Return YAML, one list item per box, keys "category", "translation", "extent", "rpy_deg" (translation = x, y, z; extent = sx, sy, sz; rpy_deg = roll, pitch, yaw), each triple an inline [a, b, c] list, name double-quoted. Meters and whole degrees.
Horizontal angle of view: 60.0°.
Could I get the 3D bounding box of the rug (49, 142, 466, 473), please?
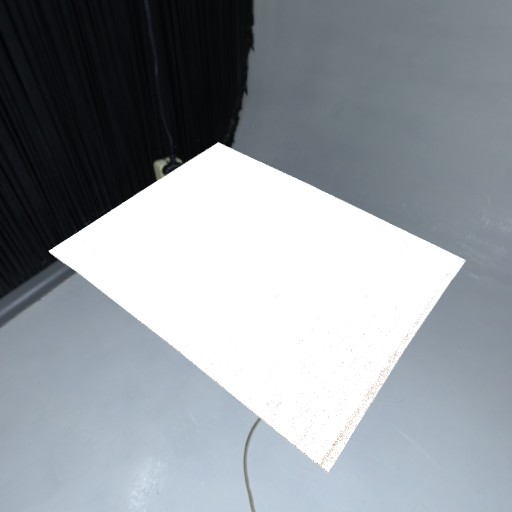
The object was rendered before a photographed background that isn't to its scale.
- category: "rug"
  translation: [0.000, 0.000, 5.007]
  extent: [3.778, 0.053, 2.873]
  rpy_deg: [31, 54, 25]
